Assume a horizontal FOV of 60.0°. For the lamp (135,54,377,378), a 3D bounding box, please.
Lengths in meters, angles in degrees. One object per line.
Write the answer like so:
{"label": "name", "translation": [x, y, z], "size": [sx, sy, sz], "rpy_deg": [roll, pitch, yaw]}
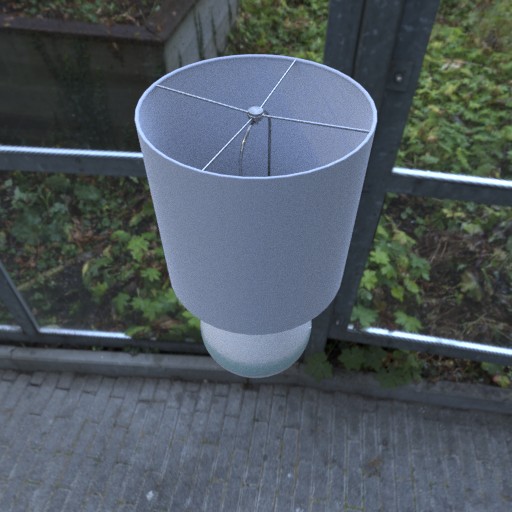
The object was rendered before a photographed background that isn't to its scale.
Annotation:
{"label": "lamp", "translation": [0.000, 0.000, 0.550], "size": [0.217, 0.404, 0.217], "rpy_deg": [17, 50, 15]}
